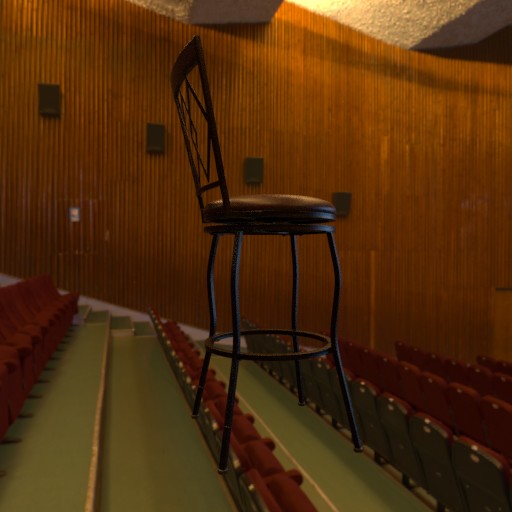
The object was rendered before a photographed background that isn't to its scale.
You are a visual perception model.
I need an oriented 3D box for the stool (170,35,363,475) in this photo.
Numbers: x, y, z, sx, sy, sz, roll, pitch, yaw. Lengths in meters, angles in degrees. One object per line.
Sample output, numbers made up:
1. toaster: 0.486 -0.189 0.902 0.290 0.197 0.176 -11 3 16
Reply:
1. stool: 0.000 0.000 1.400 0.521 1.134 0.432 0 1 -18
